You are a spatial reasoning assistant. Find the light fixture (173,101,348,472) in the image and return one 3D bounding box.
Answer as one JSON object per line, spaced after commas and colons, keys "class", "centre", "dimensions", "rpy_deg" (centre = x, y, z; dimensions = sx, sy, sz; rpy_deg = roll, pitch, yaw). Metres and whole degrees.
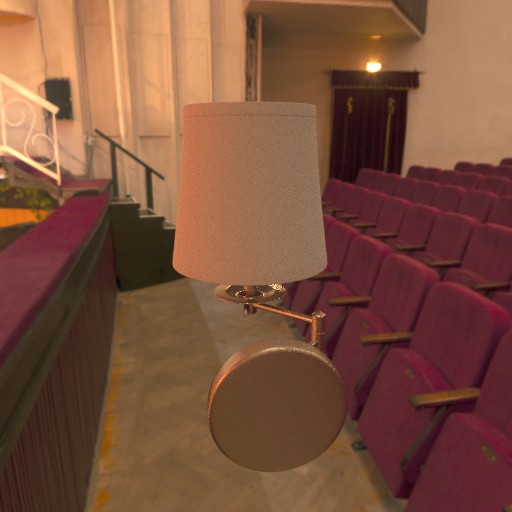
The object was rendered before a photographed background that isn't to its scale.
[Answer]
{"class": "light fixture", "centre": [0.000, 0.000, 0.583], "dimensions": [0.223, 0.381, 0.348], "rpy_deg": [-2, 15, -8]}
